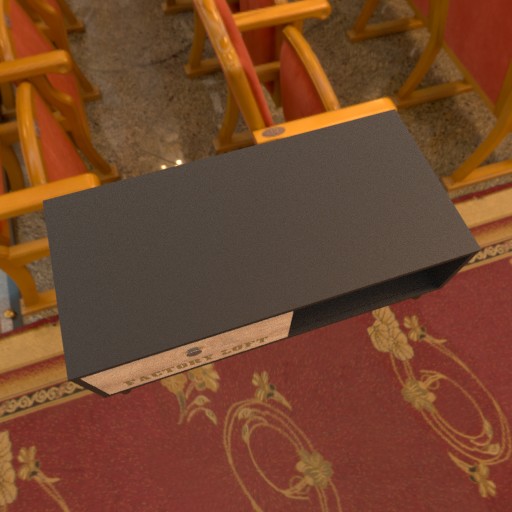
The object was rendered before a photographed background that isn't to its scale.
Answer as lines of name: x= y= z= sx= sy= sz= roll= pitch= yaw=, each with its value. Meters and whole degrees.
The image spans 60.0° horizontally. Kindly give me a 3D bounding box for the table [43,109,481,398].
table: x=0.000 y=0.000 z=1.401 sx=1.100 sy=0.400 sz=0.550 roll=-16 pitch=65 yaw=-8
